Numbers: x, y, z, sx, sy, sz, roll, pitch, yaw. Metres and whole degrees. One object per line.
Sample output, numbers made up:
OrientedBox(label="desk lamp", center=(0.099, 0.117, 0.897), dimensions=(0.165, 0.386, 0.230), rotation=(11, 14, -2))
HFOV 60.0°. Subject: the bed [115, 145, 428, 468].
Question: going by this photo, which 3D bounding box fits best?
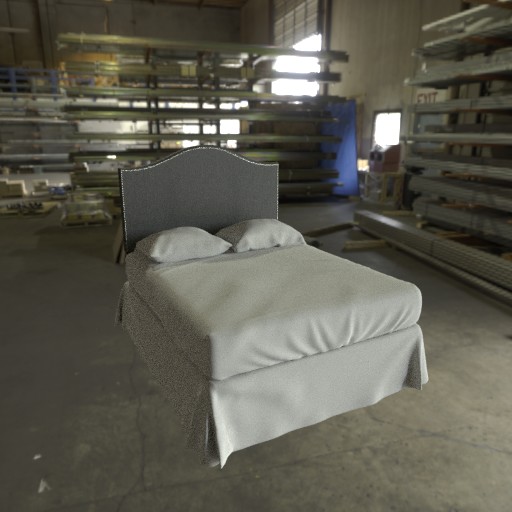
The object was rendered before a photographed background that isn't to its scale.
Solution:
OrientedBox(label="bed", center=(0.000, 0.000, 3.473), dimensions=(1.876, 1.645, 2.221), rotation=(-8, 18, -27))
